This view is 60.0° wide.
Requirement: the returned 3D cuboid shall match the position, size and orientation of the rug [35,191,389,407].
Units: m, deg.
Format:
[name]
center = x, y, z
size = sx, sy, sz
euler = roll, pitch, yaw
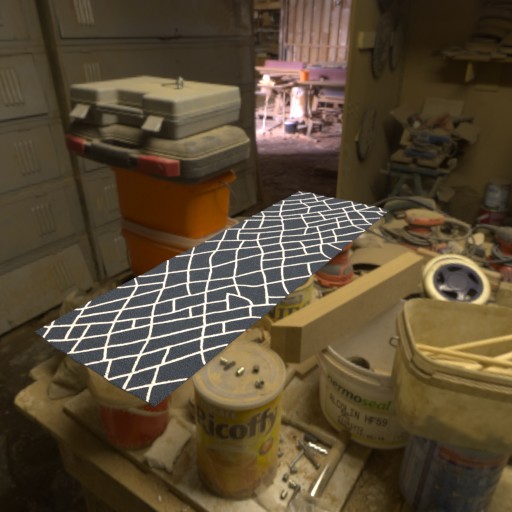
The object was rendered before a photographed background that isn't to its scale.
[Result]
[rug]
center = 0.000, 0.000, 2.743
size = 0.807, 0.010, 2.476
euler = 18, 32, 31
